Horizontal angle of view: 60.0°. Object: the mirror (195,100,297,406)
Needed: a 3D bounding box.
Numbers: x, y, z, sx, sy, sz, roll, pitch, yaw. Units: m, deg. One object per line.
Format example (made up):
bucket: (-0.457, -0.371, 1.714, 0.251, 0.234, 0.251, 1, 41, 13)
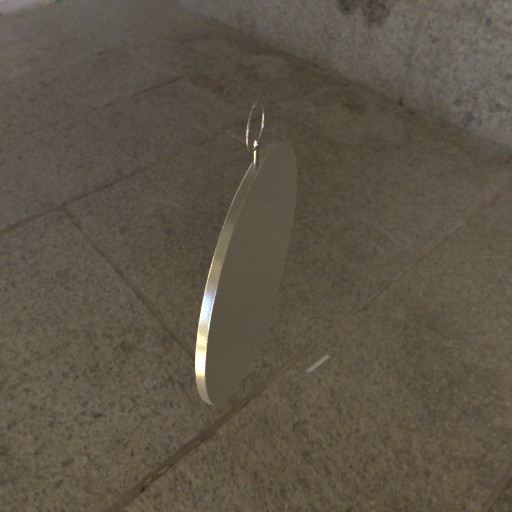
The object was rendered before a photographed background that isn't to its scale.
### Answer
mirror: (0.000, 0.000, 0.966, 0.020, 0.713, 0.594, 15, 49, 13)
